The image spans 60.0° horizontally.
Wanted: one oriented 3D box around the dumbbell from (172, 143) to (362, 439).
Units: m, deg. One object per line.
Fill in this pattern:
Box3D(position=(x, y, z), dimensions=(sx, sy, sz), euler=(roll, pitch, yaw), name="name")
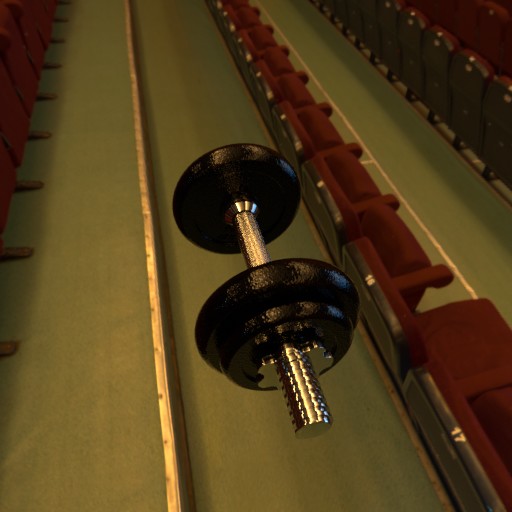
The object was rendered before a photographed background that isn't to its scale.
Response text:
Box3D(position=(0.000, 0.000, 0.606), dimensions=(0.202, 0.202, 0.497), euler=(-10, 47, -9), name="dumbbell")
